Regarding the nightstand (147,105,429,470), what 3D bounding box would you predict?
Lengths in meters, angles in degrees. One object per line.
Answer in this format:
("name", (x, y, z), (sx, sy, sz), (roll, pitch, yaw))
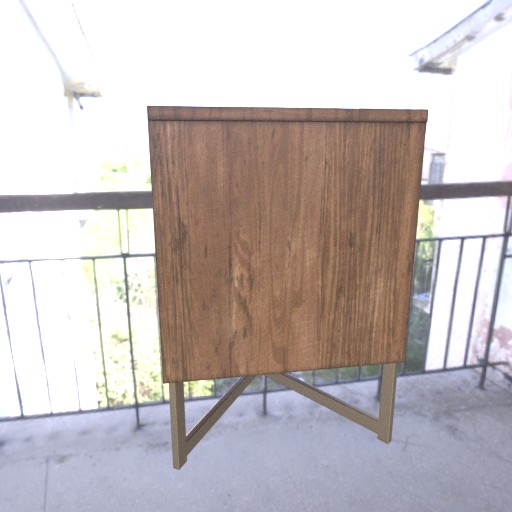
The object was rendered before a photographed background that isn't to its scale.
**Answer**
("nightstand", (0.000, 0.000, 1.025), (0.446, 0.610, 0.610), (-3, 15, -10))
